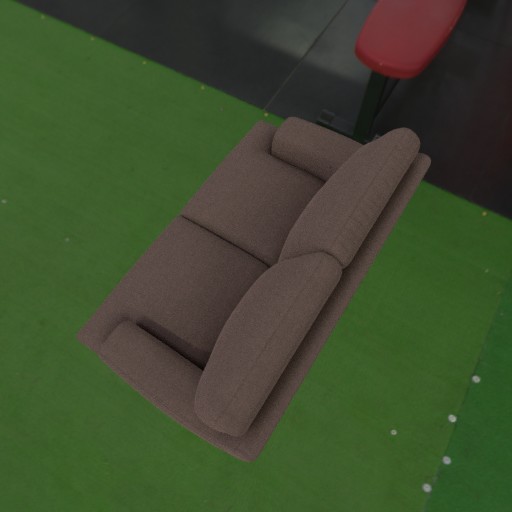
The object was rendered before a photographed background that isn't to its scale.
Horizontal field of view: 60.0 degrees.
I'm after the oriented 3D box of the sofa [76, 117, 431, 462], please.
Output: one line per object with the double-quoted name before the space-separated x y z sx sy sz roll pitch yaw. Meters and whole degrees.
"sofa" 0.000 0.000 2.474 1.140 0.950 1.869 30 67 14
